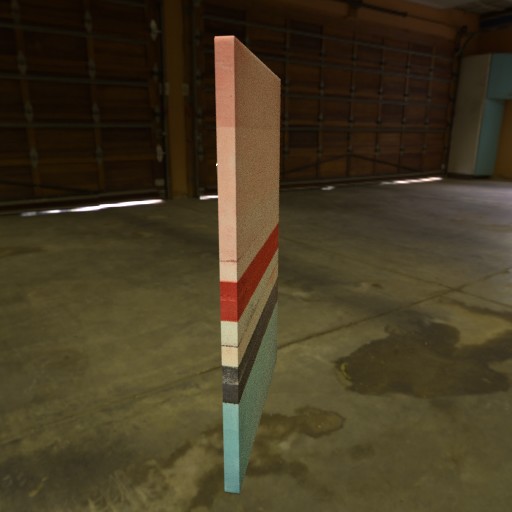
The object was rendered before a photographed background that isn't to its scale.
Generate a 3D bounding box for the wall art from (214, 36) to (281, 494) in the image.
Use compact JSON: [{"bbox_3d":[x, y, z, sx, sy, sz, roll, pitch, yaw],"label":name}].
[{"bbox_3d":[0.000,0.000,1.140,0.038,0.914,0.610,3,16,10],"label":"wall art"}]
